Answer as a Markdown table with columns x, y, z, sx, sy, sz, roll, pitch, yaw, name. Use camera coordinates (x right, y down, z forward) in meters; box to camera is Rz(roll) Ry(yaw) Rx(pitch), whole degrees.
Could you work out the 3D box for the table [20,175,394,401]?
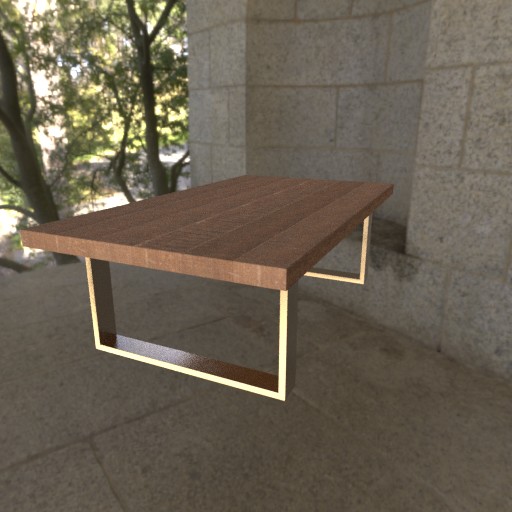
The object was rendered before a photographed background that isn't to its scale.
| x | y | z | sx | sy | sz | roll | pitch | yaw | name |
| --- | --- | --- | --- | --- | --- | --- | --- | --- | --- |
| 0.000 | 0.000 | 1.744 | 0.800 | 0.440 | 1.400 | 8 | 19 | 24 | table |
